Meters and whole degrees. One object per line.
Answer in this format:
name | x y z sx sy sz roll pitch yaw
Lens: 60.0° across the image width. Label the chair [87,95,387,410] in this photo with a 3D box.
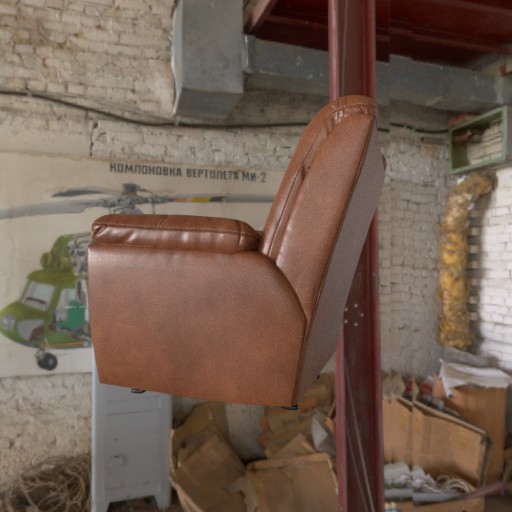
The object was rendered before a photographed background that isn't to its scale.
chair | 0.000 0.000 1.874 1.041 1.093 0.990 0 -1 18
